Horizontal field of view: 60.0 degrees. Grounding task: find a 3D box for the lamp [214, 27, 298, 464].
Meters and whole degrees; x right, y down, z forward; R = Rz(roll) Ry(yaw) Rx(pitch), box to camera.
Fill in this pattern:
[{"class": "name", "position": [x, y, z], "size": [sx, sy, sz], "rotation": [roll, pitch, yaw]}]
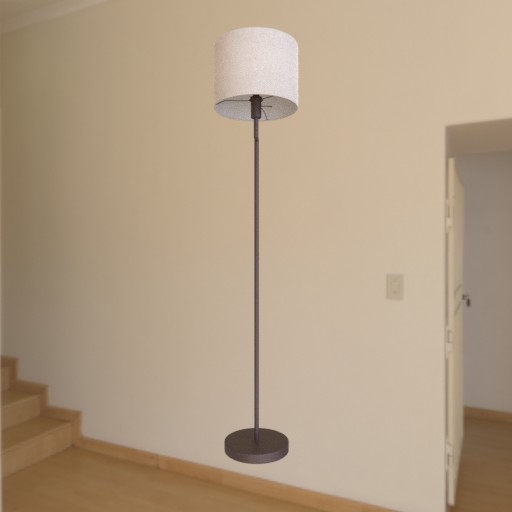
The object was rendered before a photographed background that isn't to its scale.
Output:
[{"class": "lamp", "position": [0.000, 0.000, 1.756], "size": [0.324, 1.600, 0.416], "rotation": [0, 0, 0]}]
